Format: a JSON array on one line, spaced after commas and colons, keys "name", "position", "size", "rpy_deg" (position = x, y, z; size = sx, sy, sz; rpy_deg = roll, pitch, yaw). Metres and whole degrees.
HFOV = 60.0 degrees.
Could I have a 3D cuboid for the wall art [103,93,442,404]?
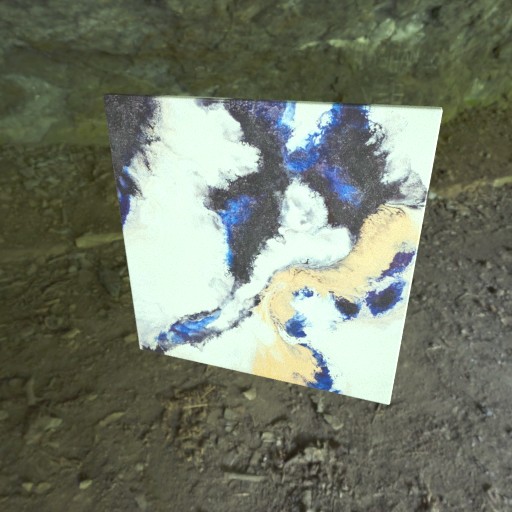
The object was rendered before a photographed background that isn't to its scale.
[{"name": "wall art", "position": [0.000, 0.000, 1.323], "size": [0.887, 0.885, 0.038], "rpy_deg": [8, 28, 16]}]
